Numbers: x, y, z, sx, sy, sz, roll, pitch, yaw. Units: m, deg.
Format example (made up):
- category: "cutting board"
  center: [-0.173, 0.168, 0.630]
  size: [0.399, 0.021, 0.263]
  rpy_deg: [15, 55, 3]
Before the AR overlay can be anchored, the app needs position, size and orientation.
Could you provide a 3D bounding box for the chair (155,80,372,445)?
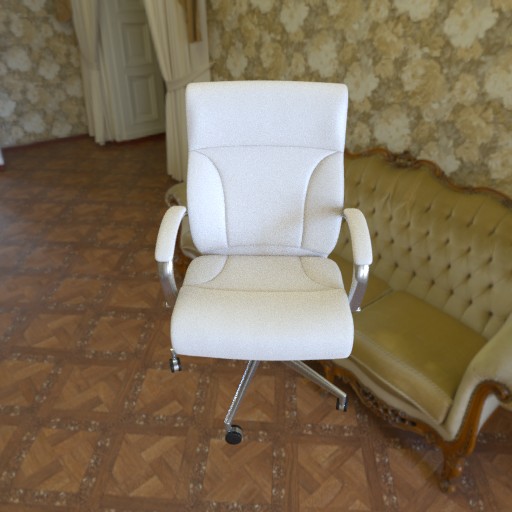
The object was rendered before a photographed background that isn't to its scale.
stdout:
- category: "chair"
  center: [0.000, 0.000, 1.590]
  size: [0.727, 1.099, 0.745]
  rpy_deg: [1, 30, 2]
